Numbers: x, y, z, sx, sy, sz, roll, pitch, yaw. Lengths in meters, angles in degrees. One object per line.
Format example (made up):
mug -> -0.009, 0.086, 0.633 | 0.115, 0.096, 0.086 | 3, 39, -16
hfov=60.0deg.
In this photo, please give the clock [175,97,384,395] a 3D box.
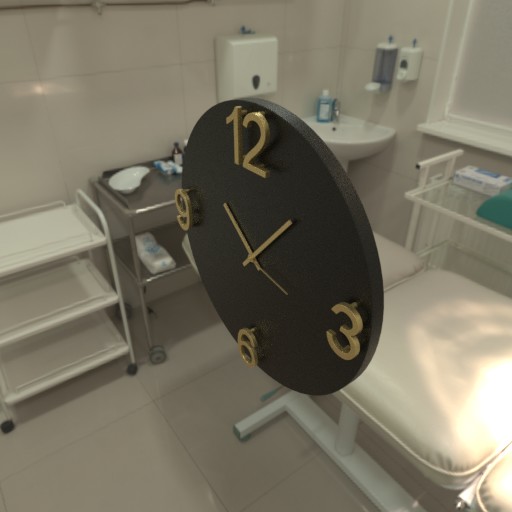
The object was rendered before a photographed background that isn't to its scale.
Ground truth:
clock -> 0.000, 0.000, 0.675 | 0.038, 0.454, 0.454 | -22, 38, -30
